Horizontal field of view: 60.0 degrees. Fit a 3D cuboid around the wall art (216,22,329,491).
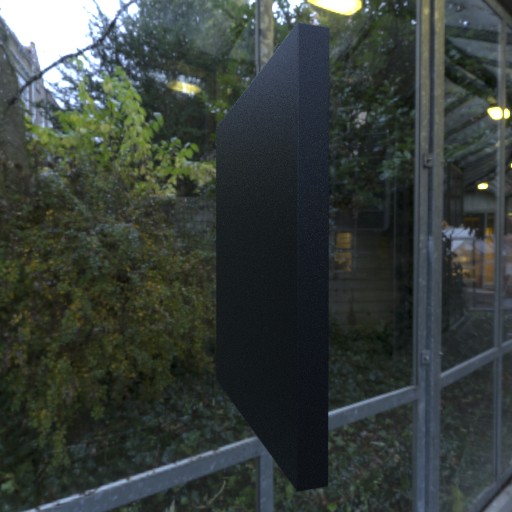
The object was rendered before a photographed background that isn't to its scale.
[{"bbox_3d":[0.000,0.000,0.519,0.028,0.380,0.325,0,1,-17],"label":"wall art"}]
